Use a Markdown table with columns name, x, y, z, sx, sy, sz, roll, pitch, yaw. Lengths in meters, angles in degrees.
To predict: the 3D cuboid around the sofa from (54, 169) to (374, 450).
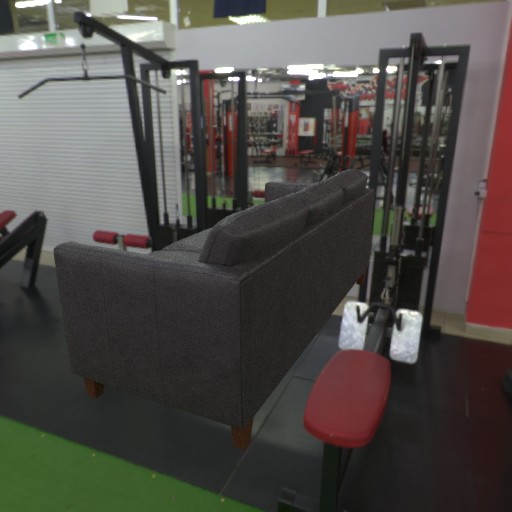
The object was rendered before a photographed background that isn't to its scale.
| name | x | y | z | sx | sy | sz | roll | pitch | yaw |
| --- | --- | --- | --- | --- | --- | --- | --- | --- | --- |
| sofa | 0.000 | 0.000 | 2.970 | 1.045 | 1.006 | 2.464 | 8 | 19 | 25 |
